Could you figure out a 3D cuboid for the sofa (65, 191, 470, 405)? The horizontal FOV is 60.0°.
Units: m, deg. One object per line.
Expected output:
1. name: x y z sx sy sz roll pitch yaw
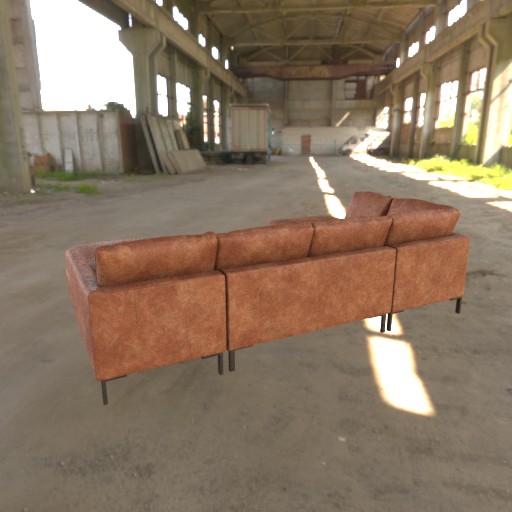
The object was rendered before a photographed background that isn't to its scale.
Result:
1. sofa: 0.000 0.000 3.775 2.956 0.900 1.939 -8 17 -26
